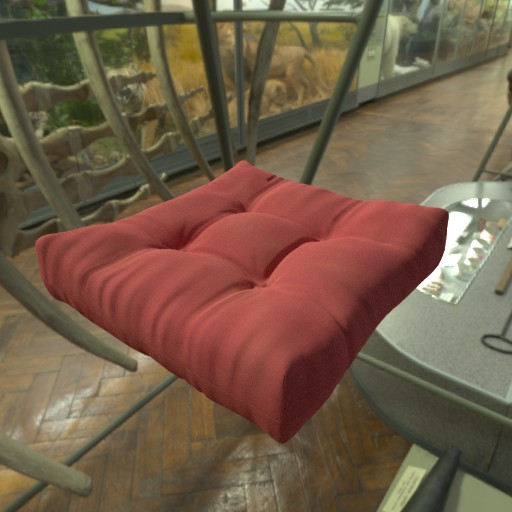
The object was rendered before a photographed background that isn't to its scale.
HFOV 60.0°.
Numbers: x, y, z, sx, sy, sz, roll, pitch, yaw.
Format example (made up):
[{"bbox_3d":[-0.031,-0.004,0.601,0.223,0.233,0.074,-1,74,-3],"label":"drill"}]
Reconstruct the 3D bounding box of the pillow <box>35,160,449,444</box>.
[{"bbox_3d":[0.000,0.000,0.707,0.468,0.128,0.490,21,36,32],"label":"pillow"}]
